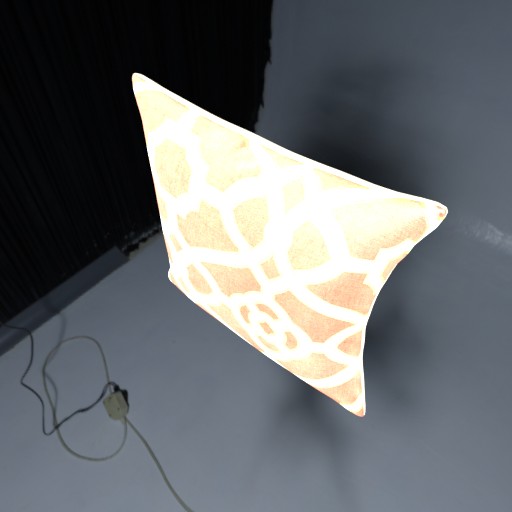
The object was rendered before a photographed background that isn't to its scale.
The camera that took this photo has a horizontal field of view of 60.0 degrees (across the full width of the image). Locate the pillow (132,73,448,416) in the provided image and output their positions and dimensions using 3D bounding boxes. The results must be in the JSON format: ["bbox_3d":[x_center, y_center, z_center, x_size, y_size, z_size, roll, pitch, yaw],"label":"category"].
[{"bbox_3d":[0.000,0.000,0.795,0.552,0.508,0.166,31,53,27],"label":"pillow"}]
